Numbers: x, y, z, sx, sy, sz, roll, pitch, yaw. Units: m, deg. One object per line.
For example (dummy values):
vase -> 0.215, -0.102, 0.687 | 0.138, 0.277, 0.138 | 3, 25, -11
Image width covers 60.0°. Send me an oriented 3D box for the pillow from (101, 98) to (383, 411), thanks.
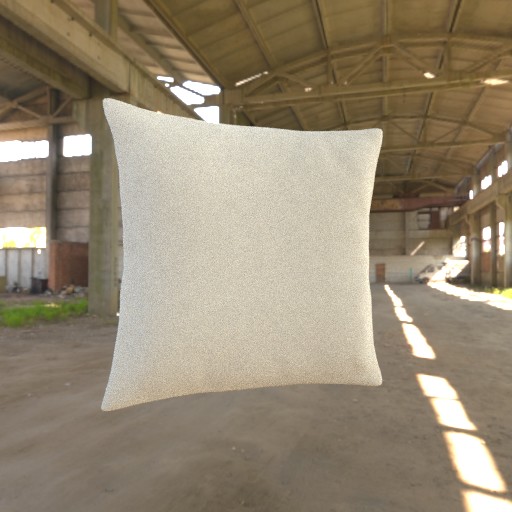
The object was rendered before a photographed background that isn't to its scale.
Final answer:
pillow -> 0.000, 0.000, 0.798 | 0.525, 0.508, 0.166 | 0, -1, -18
